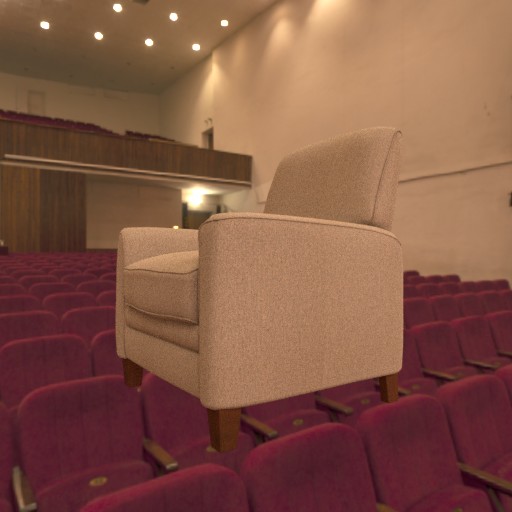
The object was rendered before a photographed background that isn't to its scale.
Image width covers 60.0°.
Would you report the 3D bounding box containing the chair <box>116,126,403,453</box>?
[{"bbox_3d":[0.000,0.000,1.654,0.864,1.014,0.848,0,0,-35],"label":"chair"}]
